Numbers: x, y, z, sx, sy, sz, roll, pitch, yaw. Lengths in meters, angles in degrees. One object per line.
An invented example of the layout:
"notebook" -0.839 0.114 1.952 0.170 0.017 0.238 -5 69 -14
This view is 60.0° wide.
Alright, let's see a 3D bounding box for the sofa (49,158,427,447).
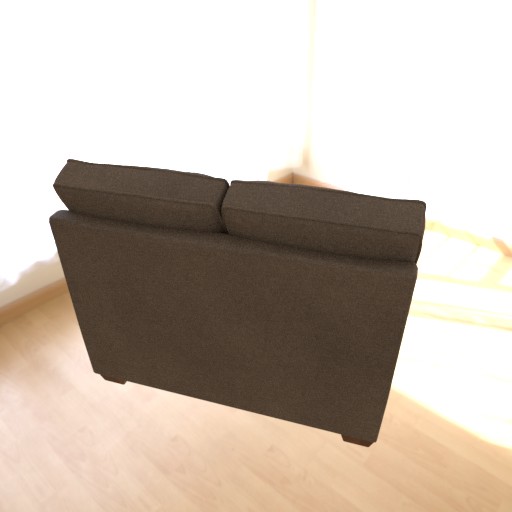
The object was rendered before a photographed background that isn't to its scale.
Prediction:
"sofa" 0.000 0.000 1.938 1.237 1.008 0.951 9 34 14
